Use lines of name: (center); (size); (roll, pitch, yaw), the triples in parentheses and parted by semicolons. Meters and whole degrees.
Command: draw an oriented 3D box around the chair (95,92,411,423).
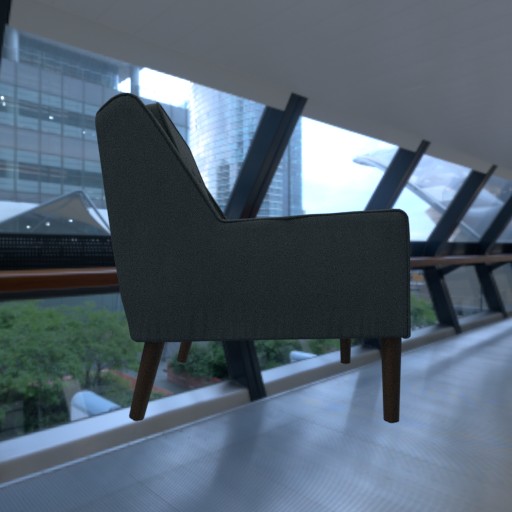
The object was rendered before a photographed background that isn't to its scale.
chair: (0.000, 0.000, 1.324); (0.733, 0.780, 0.663); (0, -1, 1)
